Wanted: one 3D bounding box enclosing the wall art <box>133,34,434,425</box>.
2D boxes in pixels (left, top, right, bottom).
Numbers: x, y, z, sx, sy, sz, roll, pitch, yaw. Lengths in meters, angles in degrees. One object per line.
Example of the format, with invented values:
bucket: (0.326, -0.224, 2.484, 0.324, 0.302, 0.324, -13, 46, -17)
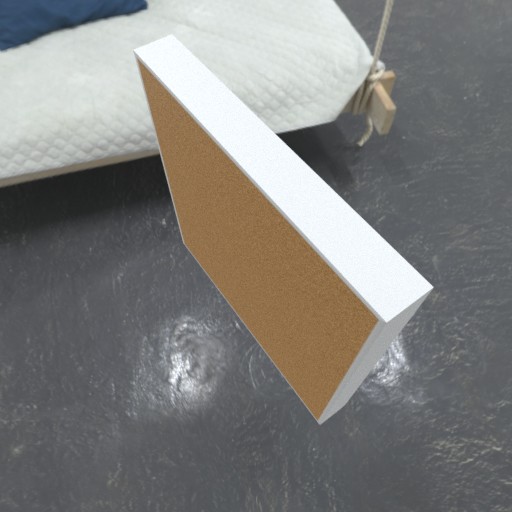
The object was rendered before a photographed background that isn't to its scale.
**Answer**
wall art: (0.000, 0.000, 0.449, 0.038, 0.304, 0.305, -32, 64, -17)
